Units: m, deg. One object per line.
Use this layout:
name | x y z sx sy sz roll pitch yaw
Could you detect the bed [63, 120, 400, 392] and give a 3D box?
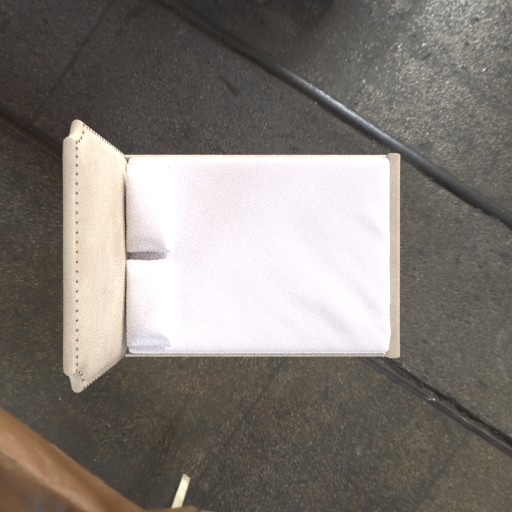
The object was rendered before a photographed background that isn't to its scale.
bed | 0.000 0.000 3.369 2.372 1.443 1.712 0 90 0
